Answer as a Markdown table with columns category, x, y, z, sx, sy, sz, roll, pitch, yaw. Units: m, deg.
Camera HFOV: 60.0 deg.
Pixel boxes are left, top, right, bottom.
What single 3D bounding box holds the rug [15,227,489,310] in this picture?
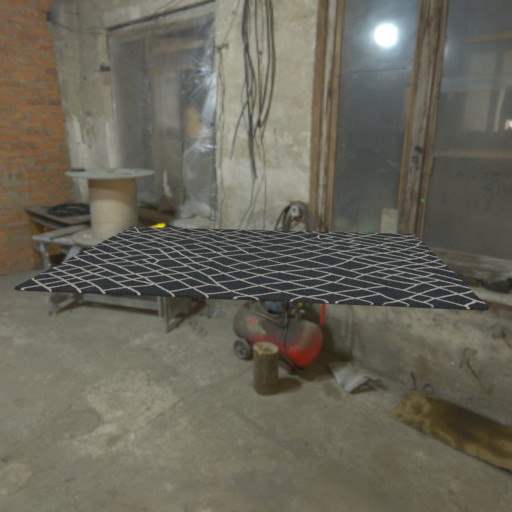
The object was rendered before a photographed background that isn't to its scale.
| category | x | y | z | sx | sy | sz | roll | pitch | yaw |
| --- | --- | --- | --- | --- | --- | --- | --- | --- | --- |
| rug | 0.000 | 0.000 | 2.263 | 1.830 | 0.013 | 1.223 | 2 | 16 | 7 |
